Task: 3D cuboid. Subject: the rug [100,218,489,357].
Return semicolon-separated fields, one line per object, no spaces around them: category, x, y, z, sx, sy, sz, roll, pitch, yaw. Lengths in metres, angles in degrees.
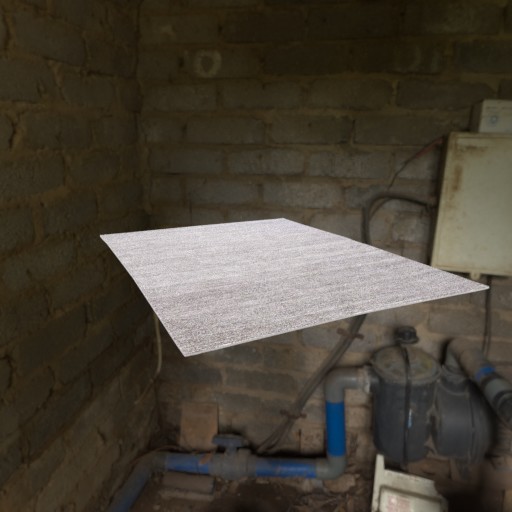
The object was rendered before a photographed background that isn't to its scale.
rug;0.000;0.000;4.245;2.434;0.045;3.202;-7;17;-25
